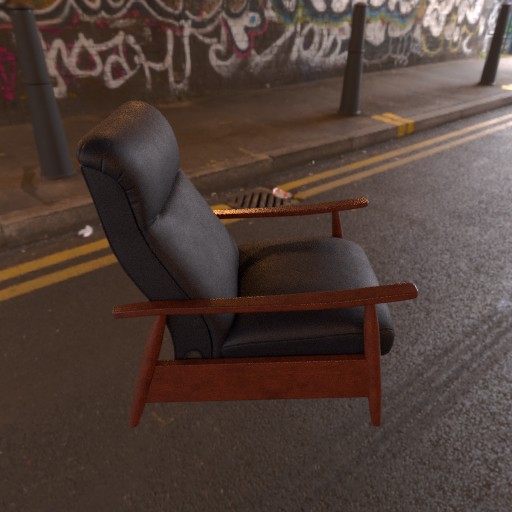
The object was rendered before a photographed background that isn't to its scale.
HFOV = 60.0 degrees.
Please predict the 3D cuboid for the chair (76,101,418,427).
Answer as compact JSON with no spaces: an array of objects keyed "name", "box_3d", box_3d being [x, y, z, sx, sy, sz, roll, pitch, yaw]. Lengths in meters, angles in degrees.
[{"name":"chair","box_3d":[0.000,0.000,1.739,1.014,1.082,0.762,0,30,0]}]
